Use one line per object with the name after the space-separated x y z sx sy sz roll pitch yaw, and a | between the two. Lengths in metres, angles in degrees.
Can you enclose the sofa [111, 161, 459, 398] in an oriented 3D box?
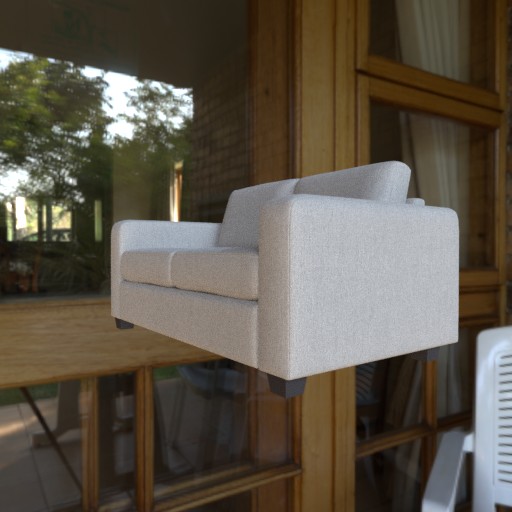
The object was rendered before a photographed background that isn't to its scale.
0.000 0.000 2.094 0.900 0.800 1.540 -1 1 -36 | sofa
